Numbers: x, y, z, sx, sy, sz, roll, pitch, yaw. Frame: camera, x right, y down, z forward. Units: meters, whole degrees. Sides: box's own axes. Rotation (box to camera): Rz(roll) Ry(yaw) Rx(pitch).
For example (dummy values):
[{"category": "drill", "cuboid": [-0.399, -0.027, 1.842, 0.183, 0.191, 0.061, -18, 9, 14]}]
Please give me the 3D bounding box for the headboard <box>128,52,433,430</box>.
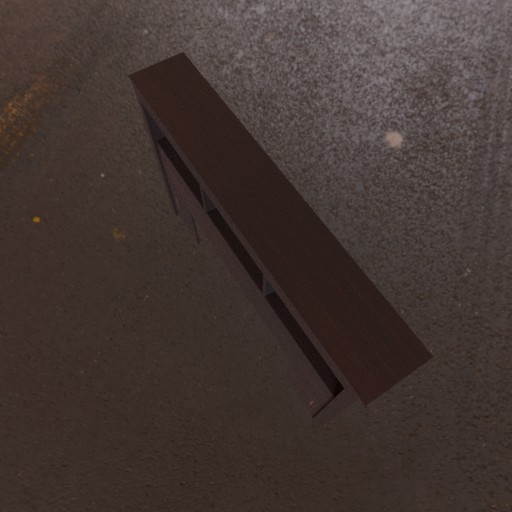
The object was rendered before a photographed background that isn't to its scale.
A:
[{"category": "headboard", "cuboid": [0.000, 0.000, 2.185, 0.279, 1.092, 1.671, -30, 68, -14]}]
